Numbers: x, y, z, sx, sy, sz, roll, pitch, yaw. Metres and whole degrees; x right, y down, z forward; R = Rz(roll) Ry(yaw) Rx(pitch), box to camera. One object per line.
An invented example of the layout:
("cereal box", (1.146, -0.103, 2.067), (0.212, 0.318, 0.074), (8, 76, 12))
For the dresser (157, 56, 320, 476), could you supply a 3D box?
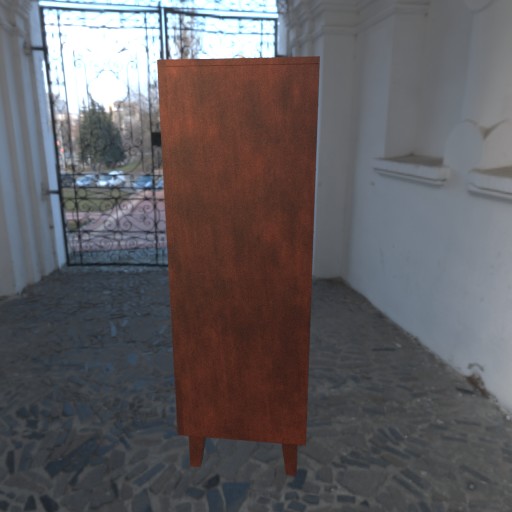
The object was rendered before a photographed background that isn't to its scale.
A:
("dresser", (0.000, 0.000, 2.028), (0.506, 1.514, 1.072), (2, 16, 7))
